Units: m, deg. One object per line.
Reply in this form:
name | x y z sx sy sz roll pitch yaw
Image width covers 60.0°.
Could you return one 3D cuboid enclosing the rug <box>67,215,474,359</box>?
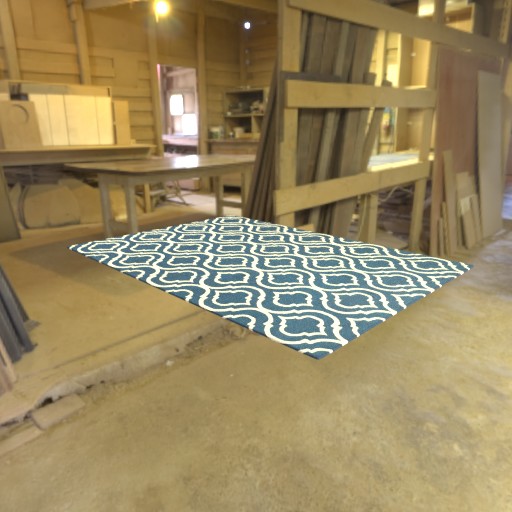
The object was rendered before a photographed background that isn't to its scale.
rug | 0.000 0.000 2.824 2.134 0.010 1.524 16 23 42
